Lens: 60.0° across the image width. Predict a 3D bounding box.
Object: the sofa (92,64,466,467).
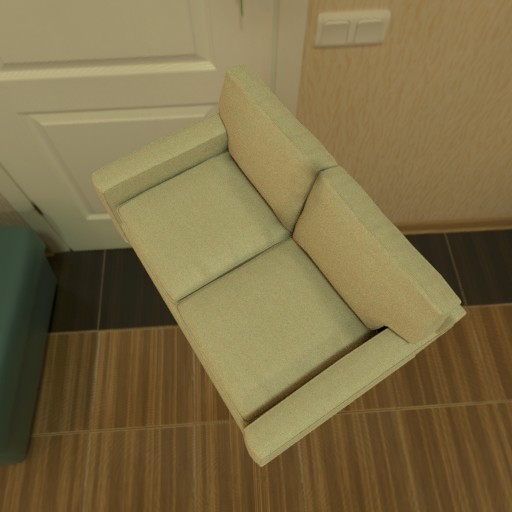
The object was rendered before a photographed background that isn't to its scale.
[{"bbox_3d":[0.000,0.000,2.037,0.942,0.853,1.484,-30,67,-14],"label":"sofa"}]
